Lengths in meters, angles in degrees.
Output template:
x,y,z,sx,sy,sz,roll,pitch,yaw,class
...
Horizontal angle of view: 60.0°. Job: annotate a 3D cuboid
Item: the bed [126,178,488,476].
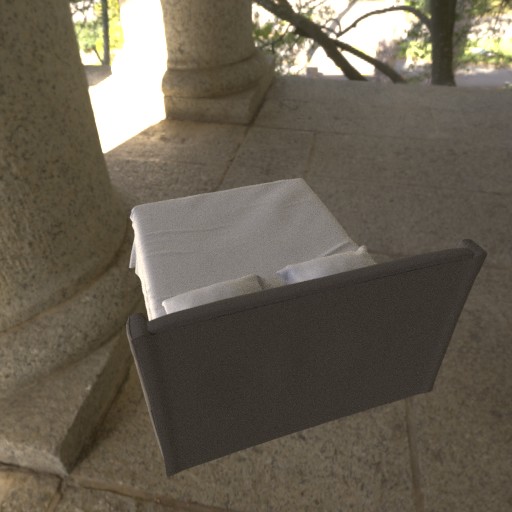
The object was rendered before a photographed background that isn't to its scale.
x,y,z,sx,sy,sz,roll,pitch,yaw,class
0.000,0.000,3.382,1.925,1.332,2.276,-12,40,-14,bed
